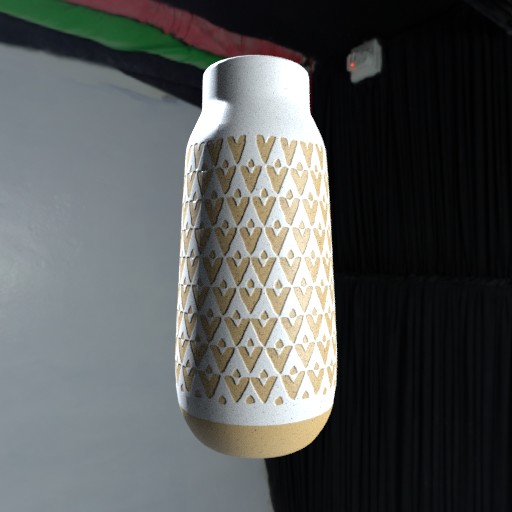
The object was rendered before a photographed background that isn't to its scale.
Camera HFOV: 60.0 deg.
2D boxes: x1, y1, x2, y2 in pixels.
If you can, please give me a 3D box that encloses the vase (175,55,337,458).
[{"bbox_3d":[0.000,0.000,0.382,0.137,0.307,0.137,0,0,0],"label":"vase"}]
